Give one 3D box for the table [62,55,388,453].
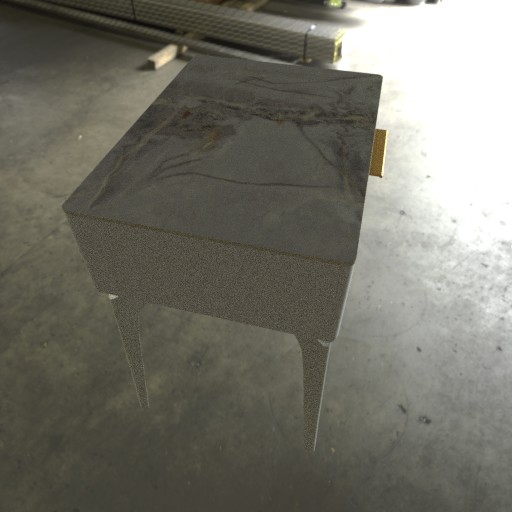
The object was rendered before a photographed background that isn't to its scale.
[{"bbox_3d":[0.000,0.000,0.898,0.400,0.570,0.500,11,47,10],"label":"table"}]
